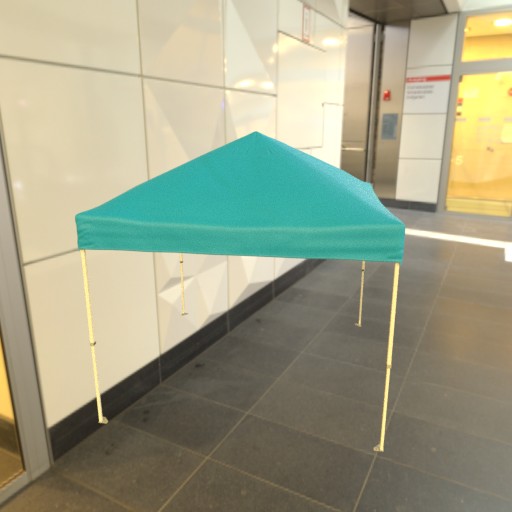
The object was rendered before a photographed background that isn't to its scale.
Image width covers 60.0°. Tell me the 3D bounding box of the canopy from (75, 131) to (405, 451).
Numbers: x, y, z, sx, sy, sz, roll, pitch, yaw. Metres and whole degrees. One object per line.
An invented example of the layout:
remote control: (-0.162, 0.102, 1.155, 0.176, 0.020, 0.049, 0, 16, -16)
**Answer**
canopy: (0.000, 0.000, 5.527, 2.996, 2.997, 2.998, 2, 16, 8)
